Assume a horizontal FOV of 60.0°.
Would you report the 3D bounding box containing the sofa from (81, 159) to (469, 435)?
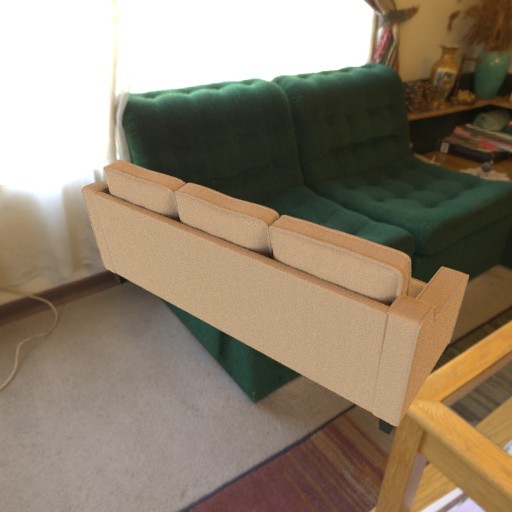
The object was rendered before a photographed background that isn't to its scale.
[{"bbox_3d":[0.000,0.000,2.572,2.131,0.902,0.791,22,37,32],"label":"sofa"}]
